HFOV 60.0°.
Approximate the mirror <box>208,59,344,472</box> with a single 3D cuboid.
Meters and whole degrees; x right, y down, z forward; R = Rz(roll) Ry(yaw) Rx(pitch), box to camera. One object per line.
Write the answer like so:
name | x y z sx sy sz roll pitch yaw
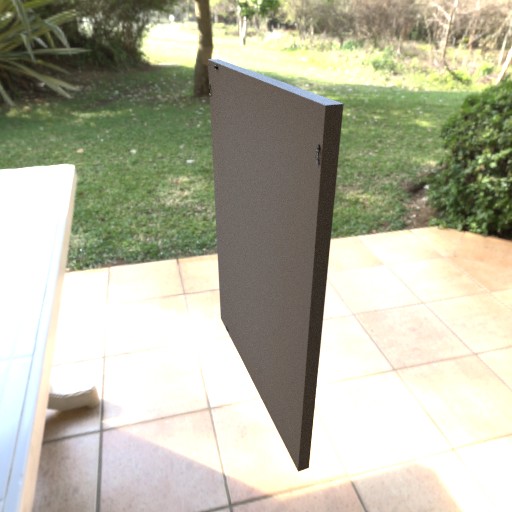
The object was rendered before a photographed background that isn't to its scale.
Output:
mirror | 0.000 0.000 1.334 0.040 1.016 0.762 -11 32 -18
